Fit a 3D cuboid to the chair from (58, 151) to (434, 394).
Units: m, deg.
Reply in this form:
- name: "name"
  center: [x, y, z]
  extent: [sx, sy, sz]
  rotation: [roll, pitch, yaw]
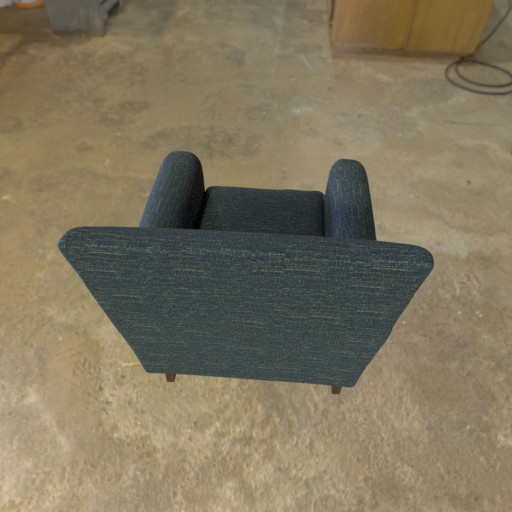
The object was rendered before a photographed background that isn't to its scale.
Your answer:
- name: "chair"
  center: [0.000, 0.000, 1.619]
  extent: [0.864, 0.928, 0.873]
  rotation: [3, 46, 3]
